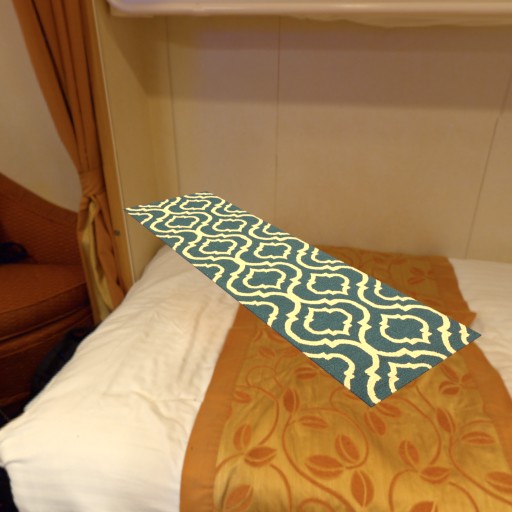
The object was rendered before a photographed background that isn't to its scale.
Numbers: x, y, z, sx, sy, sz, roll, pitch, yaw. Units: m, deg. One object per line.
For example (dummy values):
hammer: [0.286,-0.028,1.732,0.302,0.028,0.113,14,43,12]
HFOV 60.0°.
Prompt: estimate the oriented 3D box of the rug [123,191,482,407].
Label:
rug: [0.000,0.000,2.515,0.685,0.006,2.296,-18,32,-31]
